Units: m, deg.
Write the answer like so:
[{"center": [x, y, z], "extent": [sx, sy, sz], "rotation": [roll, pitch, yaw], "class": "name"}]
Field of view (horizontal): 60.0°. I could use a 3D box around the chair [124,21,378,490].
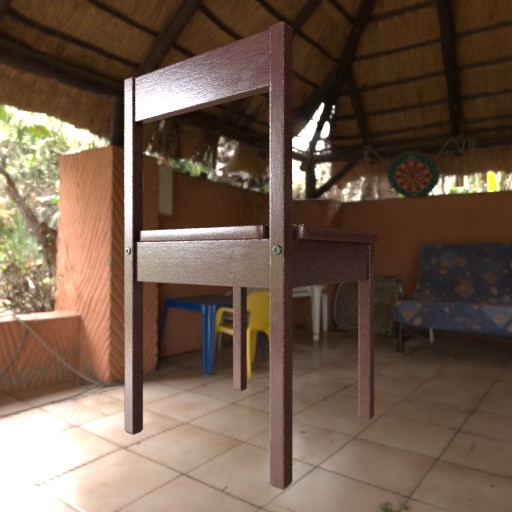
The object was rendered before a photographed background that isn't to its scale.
[{"center": [0.000, 0.000, 0.876], "extent": [0.367, 0.668, 0.361], "rotation": [0, 0, 36], "class": "chair"}]
